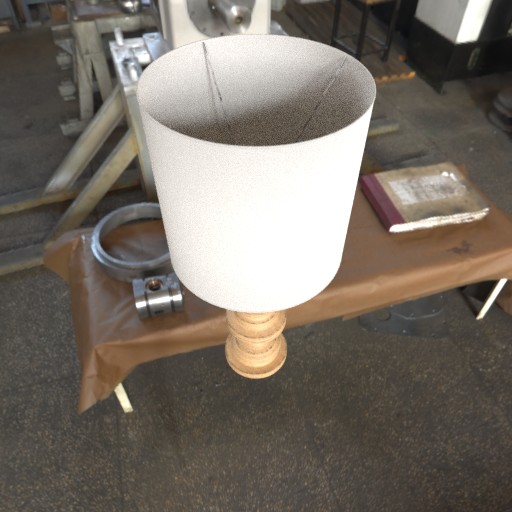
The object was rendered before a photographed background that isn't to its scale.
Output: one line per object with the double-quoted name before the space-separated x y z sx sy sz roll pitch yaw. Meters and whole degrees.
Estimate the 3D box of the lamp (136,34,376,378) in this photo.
"lamp" 0.000 0.000 0.558 0.208 0.455 0.208 31 54 25
